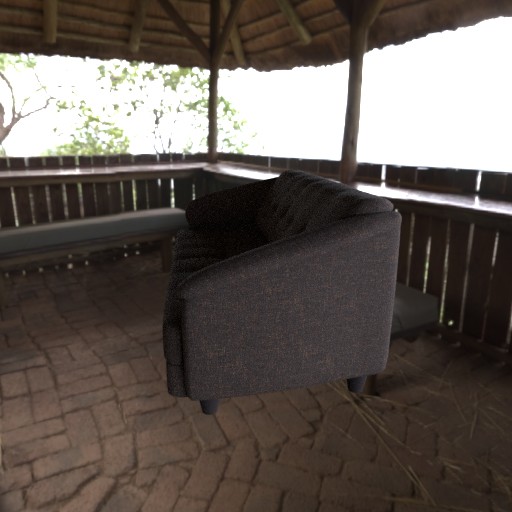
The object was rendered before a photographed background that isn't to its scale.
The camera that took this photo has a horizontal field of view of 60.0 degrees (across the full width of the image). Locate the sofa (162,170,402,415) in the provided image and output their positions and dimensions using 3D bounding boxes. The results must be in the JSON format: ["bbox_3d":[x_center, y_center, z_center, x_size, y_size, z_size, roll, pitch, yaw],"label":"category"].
[{"bbox_3d":[0.000,0.000,2.327,0.887,0.790,1.849,-2,15,-7],"label":"sofa"}]
